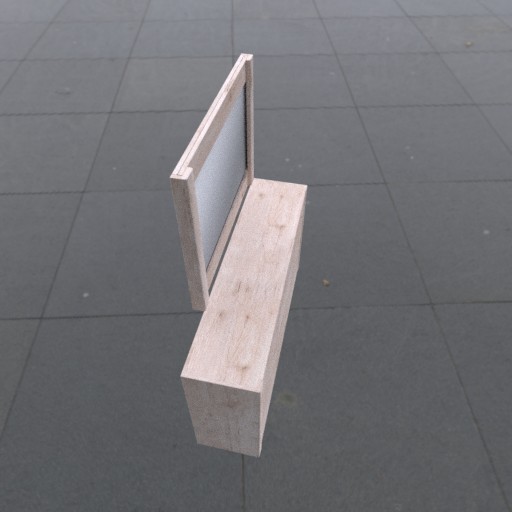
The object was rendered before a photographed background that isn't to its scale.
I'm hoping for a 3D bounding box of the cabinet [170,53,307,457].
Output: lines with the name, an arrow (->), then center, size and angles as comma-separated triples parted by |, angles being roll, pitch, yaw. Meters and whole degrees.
cabinet -> 0.000, 0.000, 2.759 | 0.420, 1.981, 1.700 | 9, 48, 8
